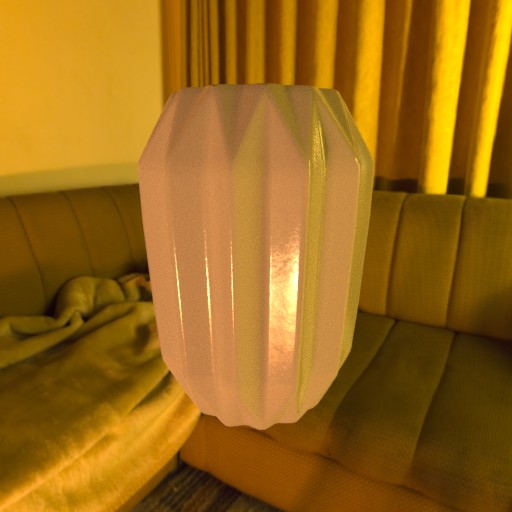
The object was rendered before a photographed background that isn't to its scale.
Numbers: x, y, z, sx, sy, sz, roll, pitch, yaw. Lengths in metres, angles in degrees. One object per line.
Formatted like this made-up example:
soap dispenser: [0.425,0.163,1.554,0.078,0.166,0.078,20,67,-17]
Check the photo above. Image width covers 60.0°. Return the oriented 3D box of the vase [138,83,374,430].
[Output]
vase: [0.000,0.000,0.395,0.195,0.275,0.195,0,15,0]
